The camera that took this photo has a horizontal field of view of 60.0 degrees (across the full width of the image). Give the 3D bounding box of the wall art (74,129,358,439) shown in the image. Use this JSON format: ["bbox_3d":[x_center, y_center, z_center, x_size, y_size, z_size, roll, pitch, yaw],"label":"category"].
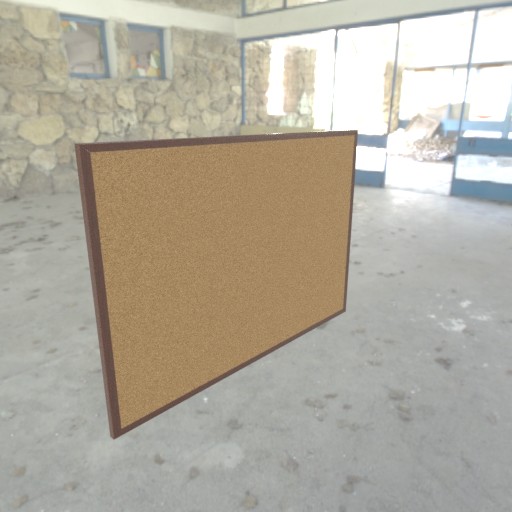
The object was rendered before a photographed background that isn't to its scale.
[{"bbox_3d":[0.000,0.000,0.861,0.014,0.455,0.660,17,24,41],"label":"wall art"}]
